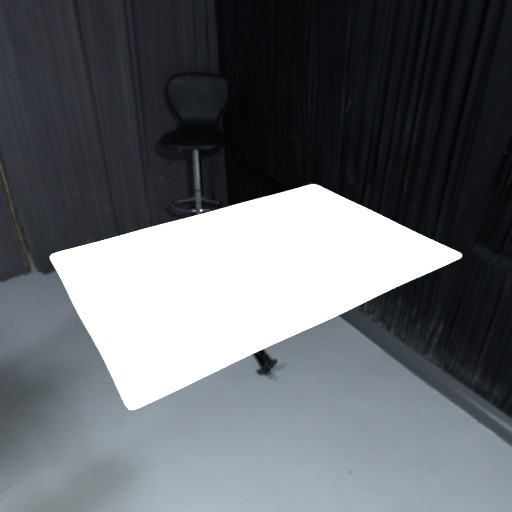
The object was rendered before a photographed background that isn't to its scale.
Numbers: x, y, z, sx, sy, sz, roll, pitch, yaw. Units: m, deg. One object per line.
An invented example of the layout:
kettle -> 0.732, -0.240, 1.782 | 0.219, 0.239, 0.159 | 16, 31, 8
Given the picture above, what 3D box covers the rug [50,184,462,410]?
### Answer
rug -> 0.000, 0.000, 3.456 | 2.698, 0.025, 1.798 | -19, 36, -28
